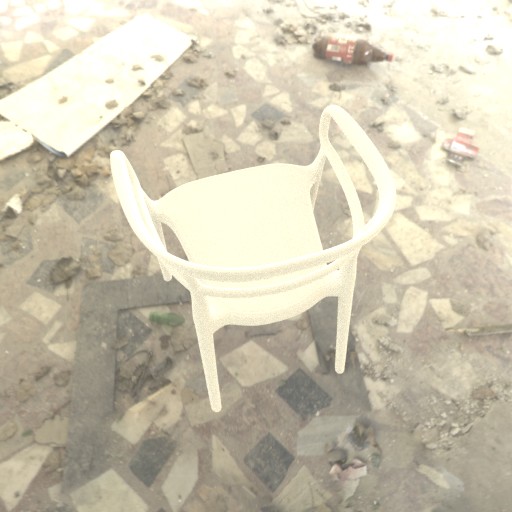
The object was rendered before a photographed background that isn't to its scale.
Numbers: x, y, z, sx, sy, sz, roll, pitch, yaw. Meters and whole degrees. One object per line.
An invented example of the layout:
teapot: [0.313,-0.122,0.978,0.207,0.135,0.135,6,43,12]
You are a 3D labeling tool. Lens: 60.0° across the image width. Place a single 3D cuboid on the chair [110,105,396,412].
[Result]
chair: [0.000,0.000,1.133,0.559,0.761,0.527,-15,59,-9]
